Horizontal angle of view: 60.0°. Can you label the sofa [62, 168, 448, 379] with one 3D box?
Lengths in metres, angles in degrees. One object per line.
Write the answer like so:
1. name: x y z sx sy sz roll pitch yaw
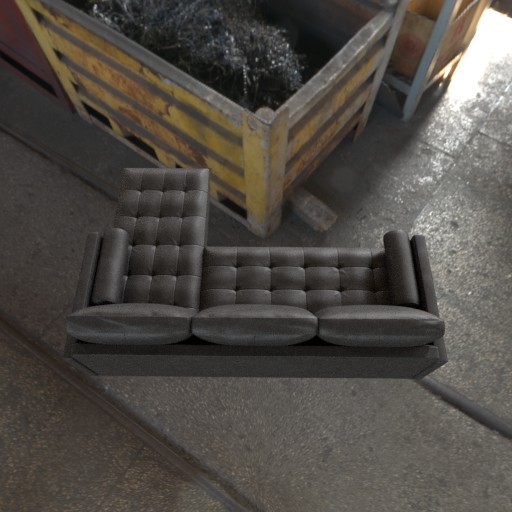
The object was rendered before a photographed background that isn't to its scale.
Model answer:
1. sofa: 0.000 0.000 2.960 2.178 0.876 1.497 0 63 0
